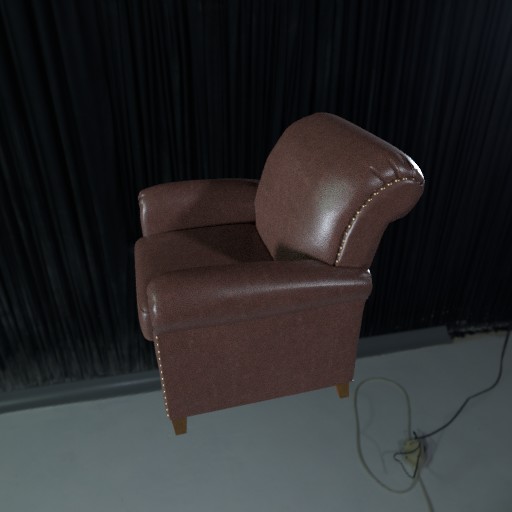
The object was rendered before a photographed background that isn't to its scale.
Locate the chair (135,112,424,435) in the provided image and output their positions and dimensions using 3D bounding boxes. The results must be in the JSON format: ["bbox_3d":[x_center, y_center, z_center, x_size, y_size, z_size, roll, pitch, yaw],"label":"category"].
[{"bbox_3d":[0.000,0.000,1.672,0.890,0.927,0.854,-8,31,-13],"label":"chair"}]
